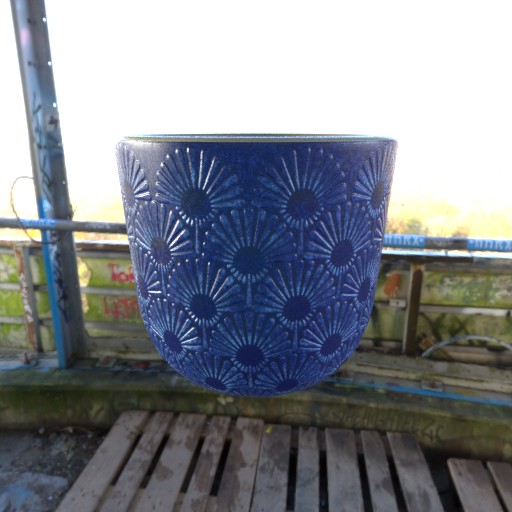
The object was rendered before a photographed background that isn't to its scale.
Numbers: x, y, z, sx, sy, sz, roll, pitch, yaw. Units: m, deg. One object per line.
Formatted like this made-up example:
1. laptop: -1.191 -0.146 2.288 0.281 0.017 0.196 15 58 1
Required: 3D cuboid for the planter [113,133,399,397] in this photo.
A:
1. planter: 0.000 0.000 0.360 0.206 0.190 0.206 0 16 0
